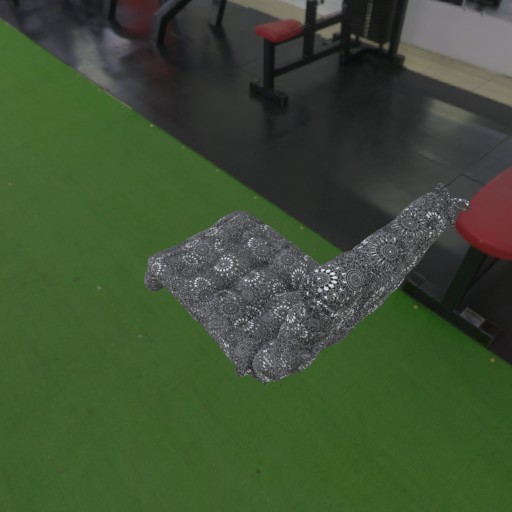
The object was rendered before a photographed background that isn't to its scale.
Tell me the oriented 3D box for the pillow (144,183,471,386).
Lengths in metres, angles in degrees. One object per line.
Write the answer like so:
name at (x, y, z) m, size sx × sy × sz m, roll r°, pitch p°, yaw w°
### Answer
pillow at (0.000, 0.000, 1.511) m, size 0.526 × 0.863 × 1.016 m, roll -32°, pitch 54°, yaw -27°
